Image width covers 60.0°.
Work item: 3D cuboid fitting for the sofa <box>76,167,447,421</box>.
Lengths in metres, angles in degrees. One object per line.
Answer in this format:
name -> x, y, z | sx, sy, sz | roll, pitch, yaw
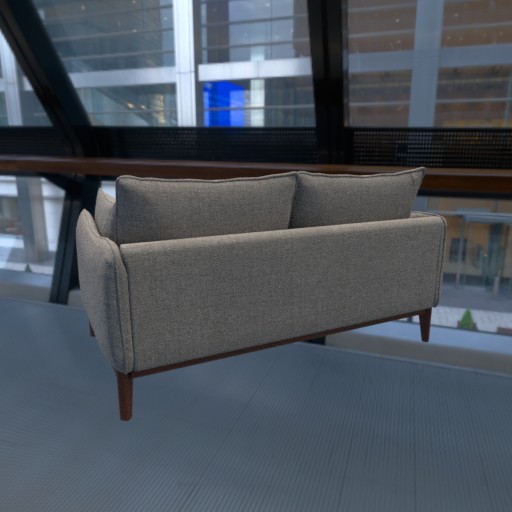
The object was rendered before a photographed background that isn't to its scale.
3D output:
sofa -> 0.000, 0.000, 2.155 | 1.580, 0.851, 0.972 | -7, 15, -26
